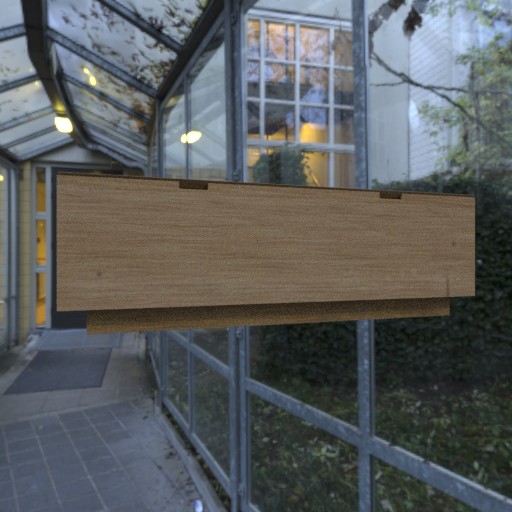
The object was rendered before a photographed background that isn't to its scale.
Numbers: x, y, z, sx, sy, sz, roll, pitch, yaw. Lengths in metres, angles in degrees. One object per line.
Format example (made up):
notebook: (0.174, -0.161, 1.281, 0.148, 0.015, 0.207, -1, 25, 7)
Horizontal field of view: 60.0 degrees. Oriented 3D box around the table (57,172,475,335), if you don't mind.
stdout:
table: (0.000, 0.000, 1.425, 1.110, 0.353, 0.678, 0, 0, -19)
